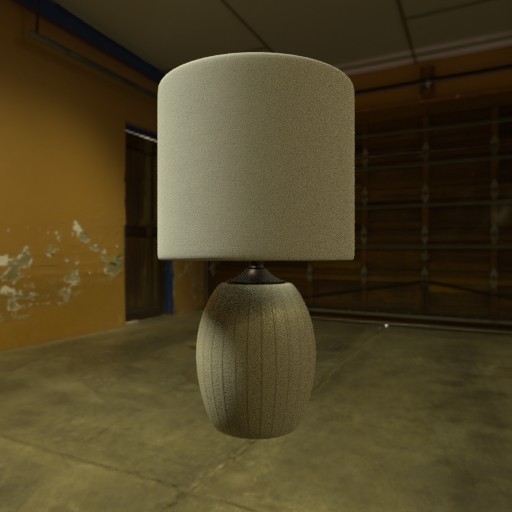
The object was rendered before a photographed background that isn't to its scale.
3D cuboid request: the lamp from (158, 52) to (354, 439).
[{"bbox_3d":[0.000,0.000,0.759,0.329,0.570,0.329,0,0,-18],"label":"lamp"}]
